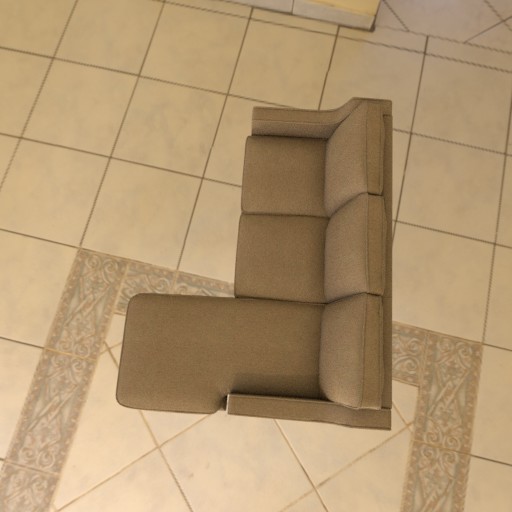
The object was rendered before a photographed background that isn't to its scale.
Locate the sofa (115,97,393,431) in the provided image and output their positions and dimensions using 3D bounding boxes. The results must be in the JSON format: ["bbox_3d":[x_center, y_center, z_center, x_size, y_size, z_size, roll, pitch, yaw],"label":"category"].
[{"bbox_3d":[0.000,0.000,3.324,1.858,1.081,2.317,4,76,1],"label":"sofa"}]
